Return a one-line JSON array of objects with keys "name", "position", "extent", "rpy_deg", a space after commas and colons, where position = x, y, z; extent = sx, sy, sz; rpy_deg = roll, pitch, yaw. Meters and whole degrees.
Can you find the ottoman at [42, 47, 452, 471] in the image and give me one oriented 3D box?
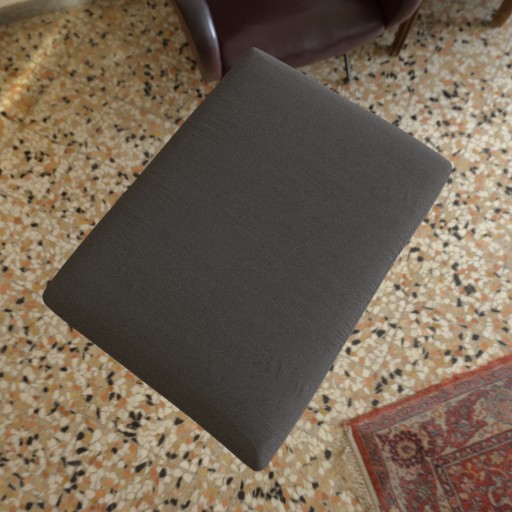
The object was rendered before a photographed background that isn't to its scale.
[{"name": "ottoman", "position": [0.000, 0.000, 1.124], "extent": [0.569, 0.500, 0.771], "rpy_deg": [34, 76, 9]}]
